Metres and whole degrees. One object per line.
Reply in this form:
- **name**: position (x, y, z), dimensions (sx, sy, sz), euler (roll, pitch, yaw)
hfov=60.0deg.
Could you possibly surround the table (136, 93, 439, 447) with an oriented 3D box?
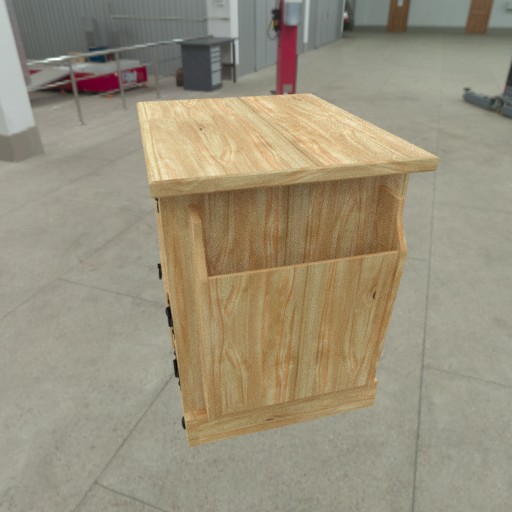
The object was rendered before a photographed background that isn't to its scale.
- **table**: position (0.000, 0.000, 0.873), dimensions (0.380, 0.515, 0.530), euler (-8, 31, -13)
